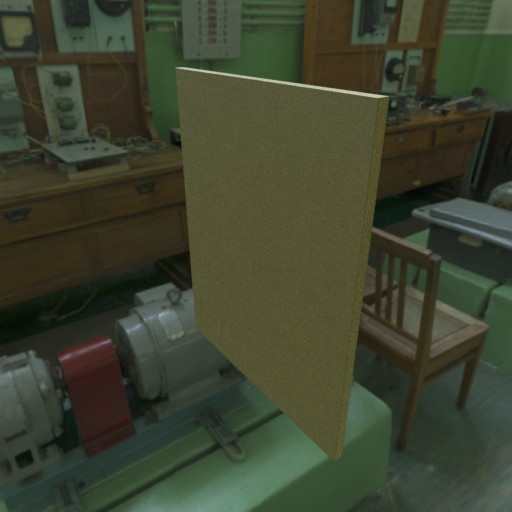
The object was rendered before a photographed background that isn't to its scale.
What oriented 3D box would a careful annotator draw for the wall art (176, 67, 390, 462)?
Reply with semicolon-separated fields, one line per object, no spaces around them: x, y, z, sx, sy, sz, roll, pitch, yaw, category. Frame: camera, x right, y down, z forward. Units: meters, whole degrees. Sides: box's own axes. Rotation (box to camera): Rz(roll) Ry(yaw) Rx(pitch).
0.000;0.000;1.341;0.030;1.002;0.798;-19;33;-32;wall art
